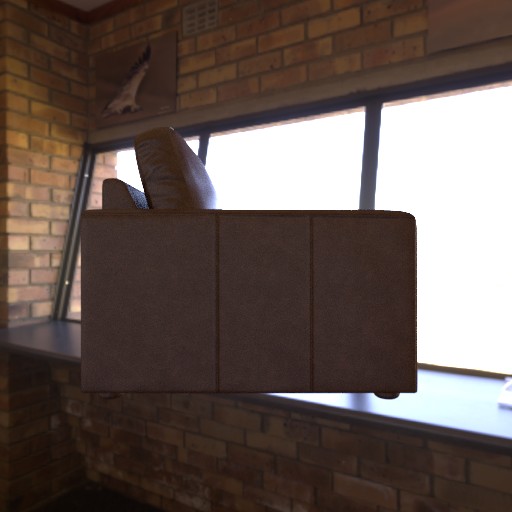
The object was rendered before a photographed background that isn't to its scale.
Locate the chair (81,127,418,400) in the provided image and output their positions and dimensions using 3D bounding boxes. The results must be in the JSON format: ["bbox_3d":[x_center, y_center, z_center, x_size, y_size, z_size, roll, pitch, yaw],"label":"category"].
[{"bbox_3d":[0.000,0.000,1.770,1.016,0.873,1.005,0,0,0],"label":"chair"}]
